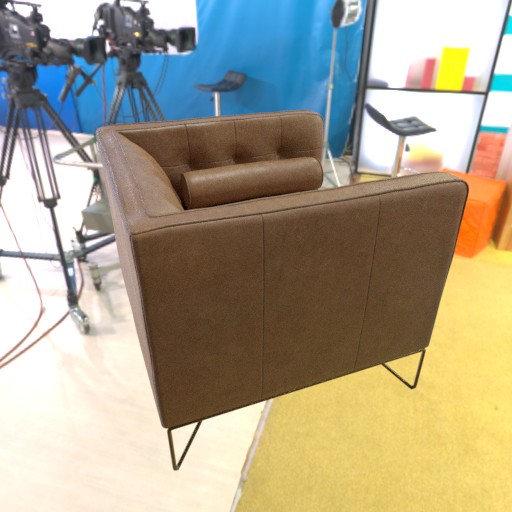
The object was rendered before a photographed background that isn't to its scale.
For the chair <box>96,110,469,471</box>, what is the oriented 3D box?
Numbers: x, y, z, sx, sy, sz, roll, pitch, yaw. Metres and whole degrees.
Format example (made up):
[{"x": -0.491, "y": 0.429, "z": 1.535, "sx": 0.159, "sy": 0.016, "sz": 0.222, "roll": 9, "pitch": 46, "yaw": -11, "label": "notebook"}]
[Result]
[{"x": 0.000, "y": 0.000, "z": 1.585, "sx": 0.912, "sy": 0.797, "sz": 0.920, "roll": -11, "pitch": 33, "yaw": -18, "label": "chair"}]
